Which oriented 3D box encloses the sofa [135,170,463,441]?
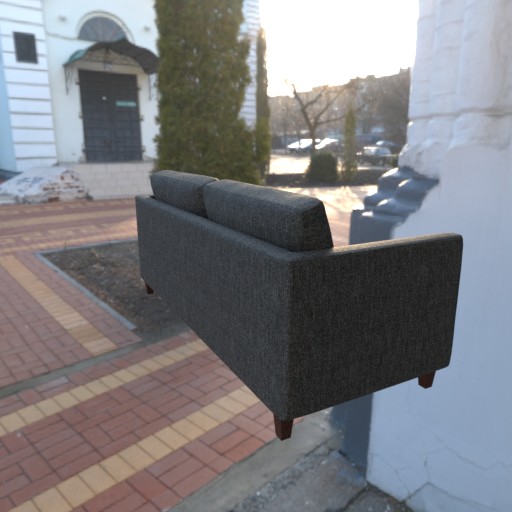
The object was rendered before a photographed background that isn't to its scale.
[{"bbox_3d":[0.000,0.000,2.710,0.948,0.960,2.208,-8,16,-27],"label":"sofa"}]
